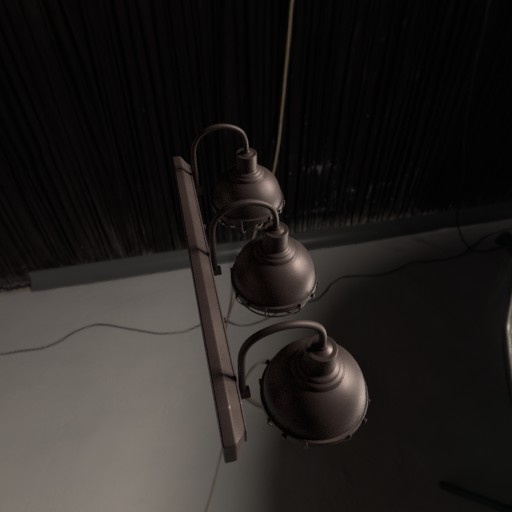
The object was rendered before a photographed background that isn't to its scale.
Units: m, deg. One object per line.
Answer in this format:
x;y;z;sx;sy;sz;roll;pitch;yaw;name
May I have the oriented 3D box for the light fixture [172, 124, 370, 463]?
0.000;0.000;0.777;0.229;0.254;0.634;-9;46;-9;light fixture
